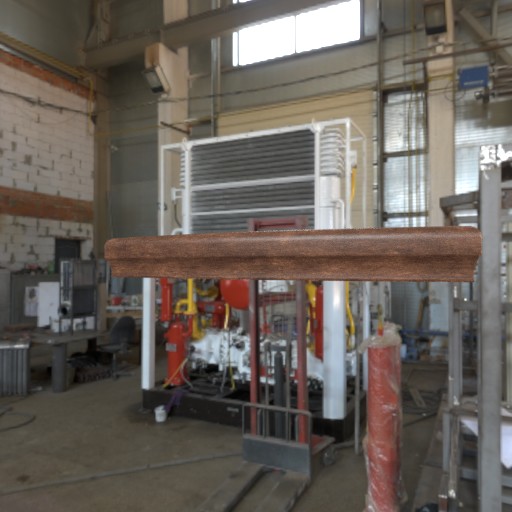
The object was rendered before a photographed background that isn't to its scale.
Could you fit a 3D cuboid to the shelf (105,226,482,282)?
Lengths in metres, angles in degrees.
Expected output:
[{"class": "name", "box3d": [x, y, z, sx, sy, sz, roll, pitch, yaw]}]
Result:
[{"class": "shelf", "box3d": [0.000, 0.000, 0.479, 0.310, 0.050, 0.310, 0, -1, -19]}]
